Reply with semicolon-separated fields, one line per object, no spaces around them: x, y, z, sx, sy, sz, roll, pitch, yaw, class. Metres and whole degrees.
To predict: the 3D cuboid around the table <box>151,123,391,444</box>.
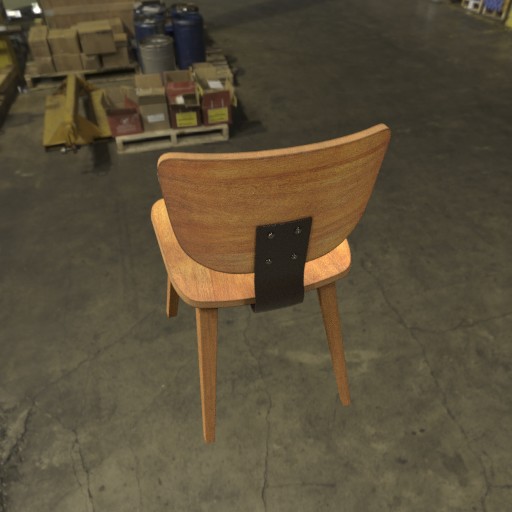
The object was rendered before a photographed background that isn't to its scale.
0.000;0.000;1.133;0.499;0.805;0.500;-11;43;-12;table
